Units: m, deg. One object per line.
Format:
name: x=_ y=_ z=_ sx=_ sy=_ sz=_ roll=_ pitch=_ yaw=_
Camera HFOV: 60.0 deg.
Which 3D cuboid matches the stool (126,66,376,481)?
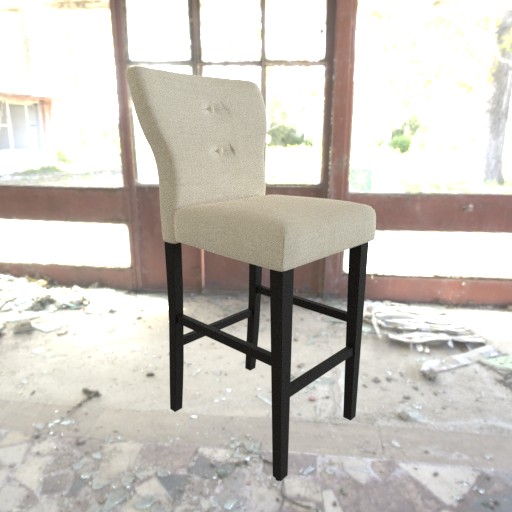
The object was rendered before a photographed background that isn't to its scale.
stool: x=0.000 y=0.000 z=1.409 sx=0.603 sy=1.124 sz=0.516 roll=14 pitch=21 yaw=41
